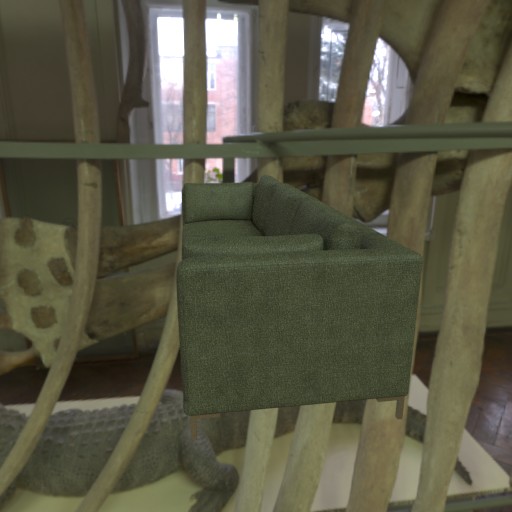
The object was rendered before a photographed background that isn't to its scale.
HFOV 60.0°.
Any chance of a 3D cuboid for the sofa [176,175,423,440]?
[{"bbox_3d":[0.000,0.000,2.902,0.969,0.867,2.415,-2,16,-8],"label":"sofa"}]
